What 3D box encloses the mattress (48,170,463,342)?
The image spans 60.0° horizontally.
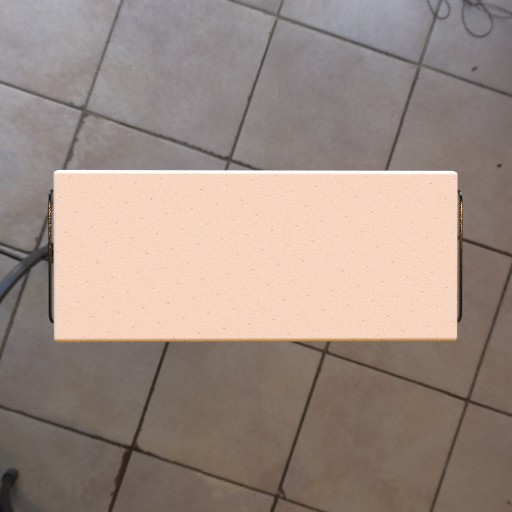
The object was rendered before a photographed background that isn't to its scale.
[{"bbox_3d":[0.000,0.000,2.531,2.153,0.519,0.922,0,90,-1],"label":"mattress"}]
